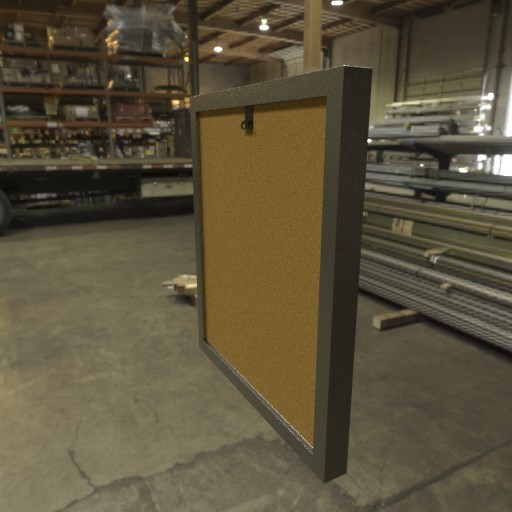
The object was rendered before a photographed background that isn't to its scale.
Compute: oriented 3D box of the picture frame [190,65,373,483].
[{"bbox_3d":[0.000,0.000,1.349,0.073,0.968,0.839,-8,17,-28],"label":"picture frame"}]
